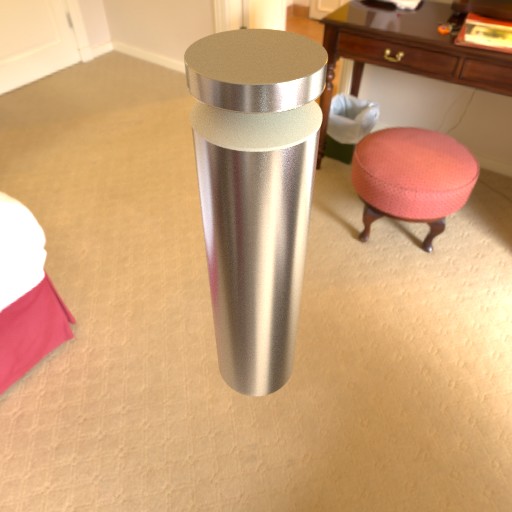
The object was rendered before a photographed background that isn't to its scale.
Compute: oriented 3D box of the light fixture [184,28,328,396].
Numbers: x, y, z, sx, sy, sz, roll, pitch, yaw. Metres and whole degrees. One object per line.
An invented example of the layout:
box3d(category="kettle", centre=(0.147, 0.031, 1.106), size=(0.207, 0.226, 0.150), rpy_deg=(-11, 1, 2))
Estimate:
box3d(category="light fixture", centre=(0.000, 0.000, 0.451), size=(0.102, 0.400, 0.102), rpy_deg=(-3, 45, -3))
